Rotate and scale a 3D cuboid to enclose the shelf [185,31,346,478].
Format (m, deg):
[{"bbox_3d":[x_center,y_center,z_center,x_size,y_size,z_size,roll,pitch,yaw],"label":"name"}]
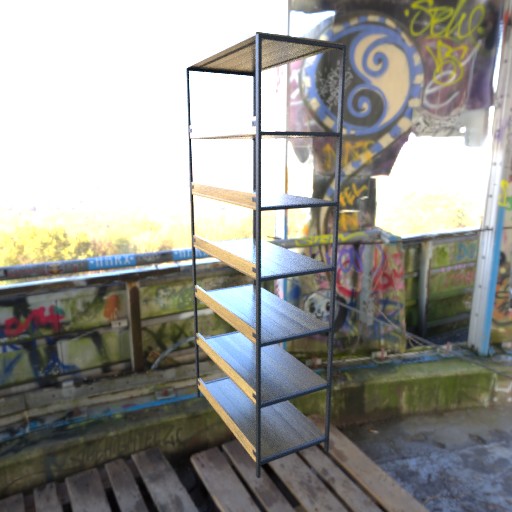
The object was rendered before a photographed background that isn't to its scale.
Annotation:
[{"bbox_3d":[0.000,0.000,2.398,0.431,2.015,0.847,-7,15,-27],"label":"shelf"}]
